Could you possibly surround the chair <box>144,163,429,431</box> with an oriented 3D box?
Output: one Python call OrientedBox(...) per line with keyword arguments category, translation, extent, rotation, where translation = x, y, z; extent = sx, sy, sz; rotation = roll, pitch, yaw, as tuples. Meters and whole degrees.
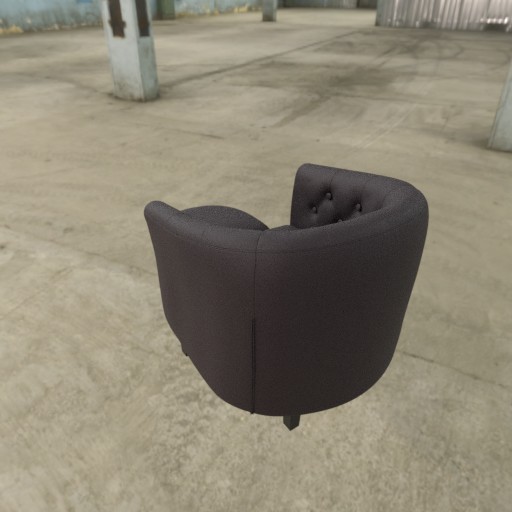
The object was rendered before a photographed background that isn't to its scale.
OrientedBox(category="chair", translation=(0.000, 0.000, 1.668), extent=(0.763, 0.760, 1.191), rotation=(-19, 36, -29))
